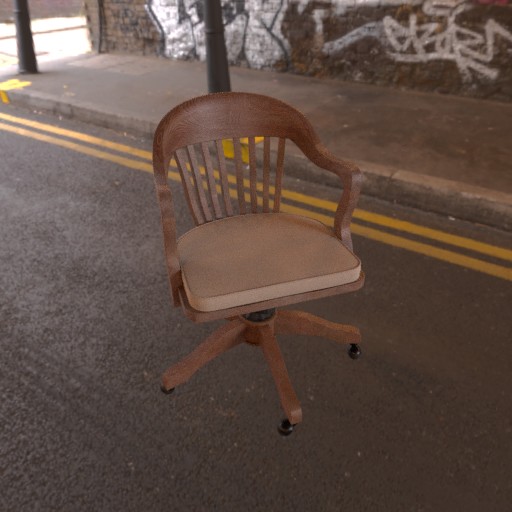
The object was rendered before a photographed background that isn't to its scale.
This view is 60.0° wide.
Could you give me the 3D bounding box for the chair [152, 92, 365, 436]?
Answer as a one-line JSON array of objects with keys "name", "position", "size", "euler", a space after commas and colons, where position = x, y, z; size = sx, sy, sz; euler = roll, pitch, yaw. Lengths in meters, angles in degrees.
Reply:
[{"name": "chair", "position": [0.000, 0.000, 1.470], "size": [0.750, 0.878, 0.788], "euler": [-10, 34, -15]}]
